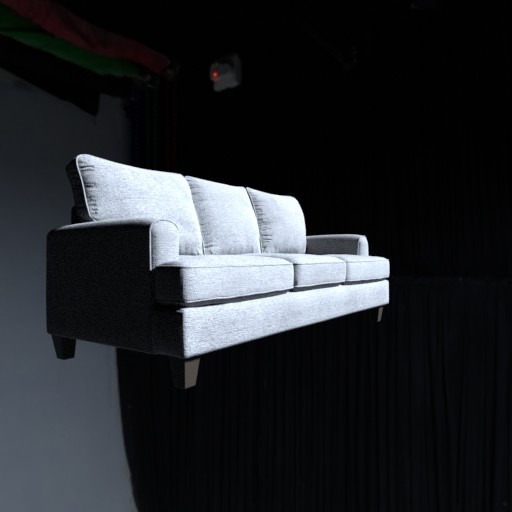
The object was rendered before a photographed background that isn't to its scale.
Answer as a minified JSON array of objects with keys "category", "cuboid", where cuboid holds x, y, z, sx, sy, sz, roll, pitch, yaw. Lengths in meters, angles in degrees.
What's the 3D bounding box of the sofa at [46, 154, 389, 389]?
[{"category":"sofa","cuboid":[0.000,0.000,2.683,0.951,0.965,2.158,0,0,36]}]
